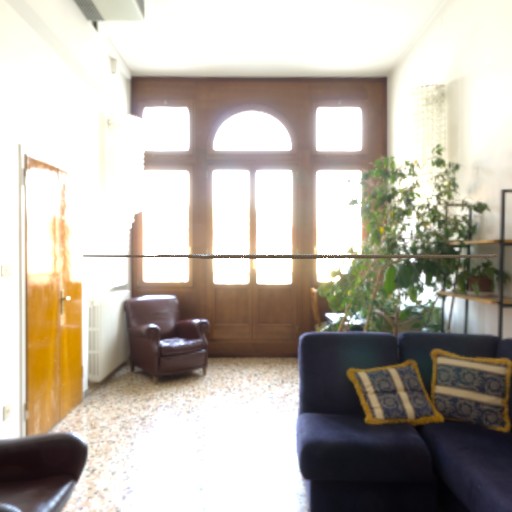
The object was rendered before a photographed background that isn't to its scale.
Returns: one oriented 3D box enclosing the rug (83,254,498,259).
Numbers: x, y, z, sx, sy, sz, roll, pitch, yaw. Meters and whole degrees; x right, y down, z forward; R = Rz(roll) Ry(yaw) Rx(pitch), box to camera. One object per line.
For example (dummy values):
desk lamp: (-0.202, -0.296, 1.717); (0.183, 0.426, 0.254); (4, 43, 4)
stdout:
rug: (0.000, 0.000, 2.842); (1.540, 0.021, 2.290); (0, 0, -36)
